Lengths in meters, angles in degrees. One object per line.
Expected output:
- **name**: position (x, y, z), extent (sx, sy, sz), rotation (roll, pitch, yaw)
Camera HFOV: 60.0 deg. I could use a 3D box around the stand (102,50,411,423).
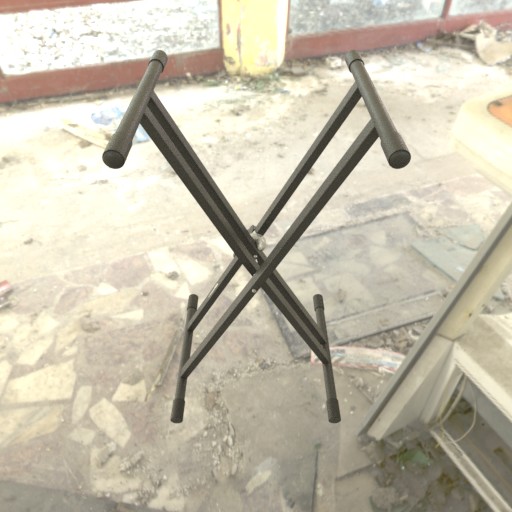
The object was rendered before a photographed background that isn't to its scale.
- **stand**: position (0.000, 0.000, 1.188), extent (0.503, 0.900, 0.495), rotation (0, 43, 0)
